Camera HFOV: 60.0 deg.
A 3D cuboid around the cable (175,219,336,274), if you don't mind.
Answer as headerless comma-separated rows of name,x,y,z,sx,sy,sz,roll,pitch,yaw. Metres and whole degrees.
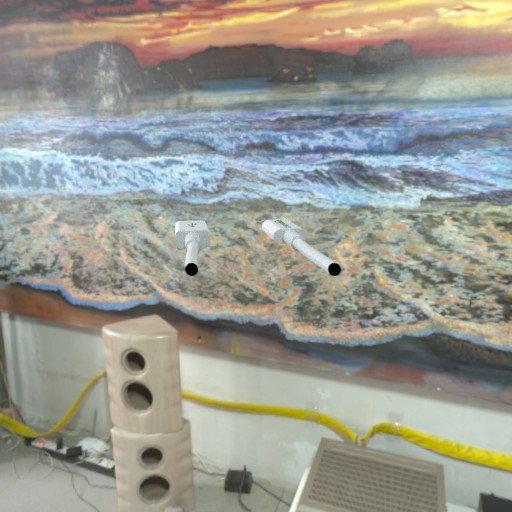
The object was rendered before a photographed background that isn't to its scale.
cable,0.000,0.000,0.112,0.040,0.006,0.098,-2,14,-10
